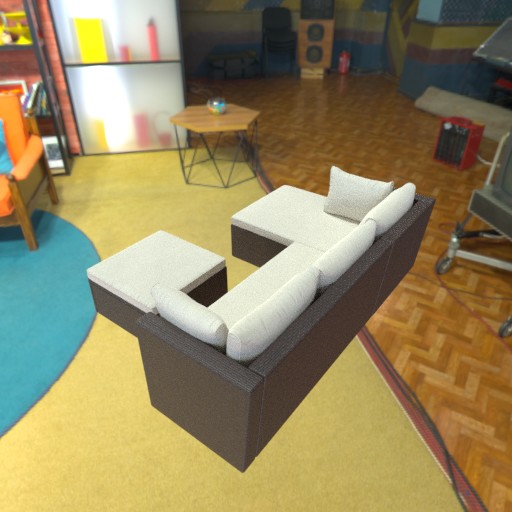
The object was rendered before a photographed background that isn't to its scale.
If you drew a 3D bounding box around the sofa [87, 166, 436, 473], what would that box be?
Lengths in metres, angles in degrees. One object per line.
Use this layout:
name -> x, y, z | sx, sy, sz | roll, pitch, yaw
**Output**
sofa -> 0.000, 0.000, 3.014 | 1.612, 0.766, 2.192 | 23, 40, 30
